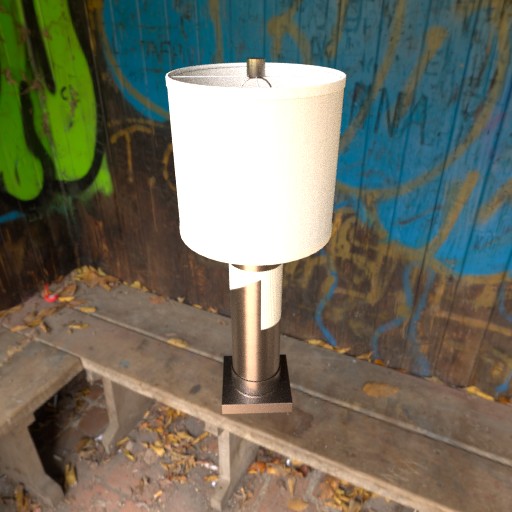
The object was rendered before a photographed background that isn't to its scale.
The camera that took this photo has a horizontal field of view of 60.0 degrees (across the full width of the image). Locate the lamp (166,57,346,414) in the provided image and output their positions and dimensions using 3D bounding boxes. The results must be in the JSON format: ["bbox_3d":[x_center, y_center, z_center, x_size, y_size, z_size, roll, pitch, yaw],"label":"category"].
[{"bbox_3d":[0.000,0.000,0.622,0.202,0.509,0.202,-1,30,-2],"label":"lamp"}]
